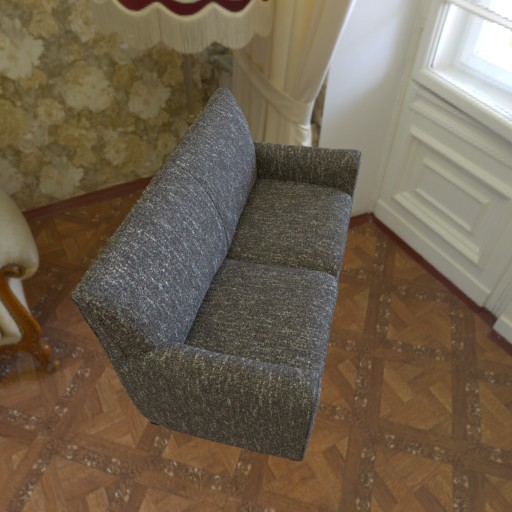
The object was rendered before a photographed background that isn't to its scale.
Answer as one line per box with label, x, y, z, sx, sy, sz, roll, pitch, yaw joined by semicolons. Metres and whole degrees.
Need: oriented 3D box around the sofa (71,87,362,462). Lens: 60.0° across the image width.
sofa;0.000;0.000;2.074;0.801;0.946;1.519;11;47;10
